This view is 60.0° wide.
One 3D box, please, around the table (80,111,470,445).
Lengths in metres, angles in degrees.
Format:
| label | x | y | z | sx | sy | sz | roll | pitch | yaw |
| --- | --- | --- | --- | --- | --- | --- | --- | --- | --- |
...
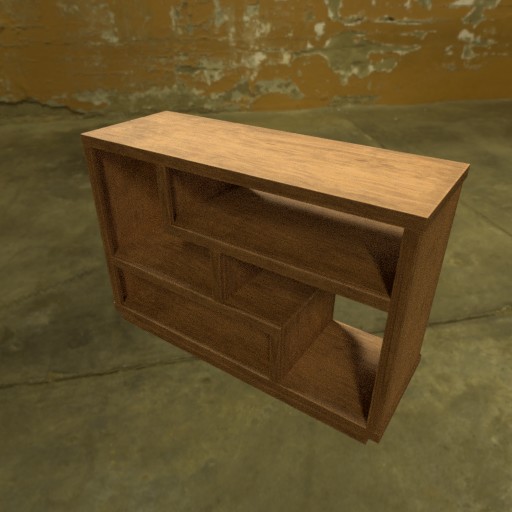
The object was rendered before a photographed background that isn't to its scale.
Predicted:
| label | x | y | z | sx | sy | sz | roll | pitch | yaw |
| --- | --- | --- | --- | --- | --- | --- | --- | --- | --- |
| table | 0.000 | 0.000 | 1.550 | 1.151 | 0.771 | 0.410 | 19 | 36 | 29 |
